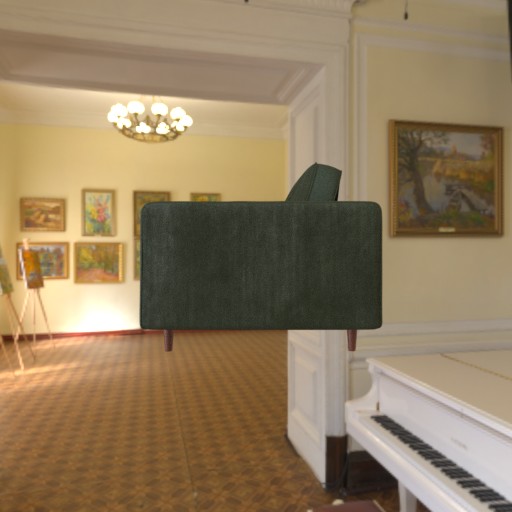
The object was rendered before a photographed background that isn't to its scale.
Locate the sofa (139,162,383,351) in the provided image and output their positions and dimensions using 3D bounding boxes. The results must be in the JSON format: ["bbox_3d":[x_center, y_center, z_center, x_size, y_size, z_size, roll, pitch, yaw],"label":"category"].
[{"bbox_3d":[0.000,0.000,2.717,0.918,0.769,2.199,0,0,0],"label":"sofa"}]
